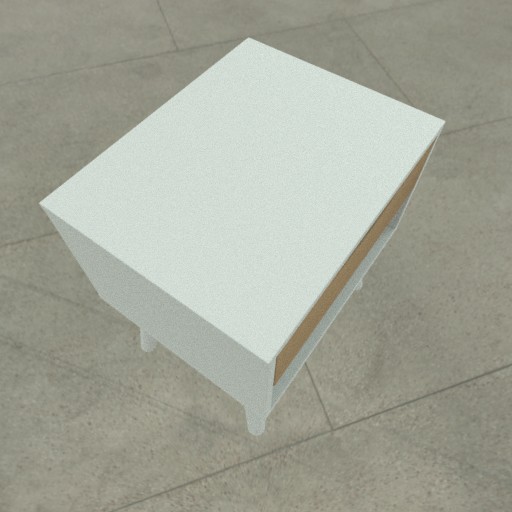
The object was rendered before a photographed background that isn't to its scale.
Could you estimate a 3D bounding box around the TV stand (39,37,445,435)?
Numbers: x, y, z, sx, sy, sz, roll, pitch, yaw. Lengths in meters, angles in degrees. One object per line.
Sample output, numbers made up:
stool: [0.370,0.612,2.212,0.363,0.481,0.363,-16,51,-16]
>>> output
TV stand: [0.000,0.000,0.920,0.405,0.559,0.508,32,63,18]
